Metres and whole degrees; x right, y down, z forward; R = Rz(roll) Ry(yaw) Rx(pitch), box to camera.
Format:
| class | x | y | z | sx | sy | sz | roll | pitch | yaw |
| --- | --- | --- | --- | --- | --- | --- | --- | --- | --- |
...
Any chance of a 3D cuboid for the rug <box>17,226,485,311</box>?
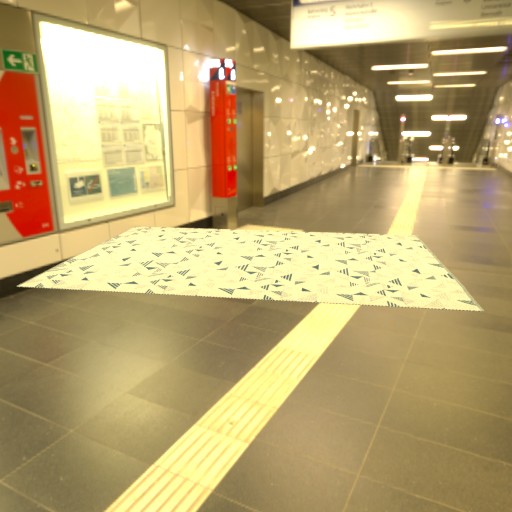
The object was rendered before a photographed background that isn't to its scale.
| class | x | y | z | sx | sy | sz | roll | pitch | yaw |
| --- | --- | --- | --- | --- | --- | --- | --- | --- | --- |
| rug | 0.000 | 0.000 | 2.278 | 1.835 | 0.003 | 1.206 | 2 | 16 | 8 |
